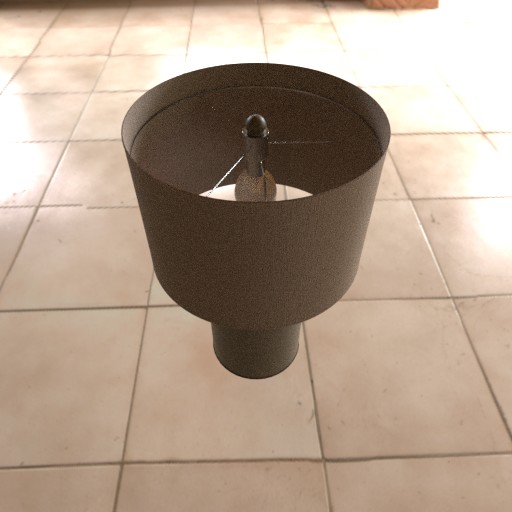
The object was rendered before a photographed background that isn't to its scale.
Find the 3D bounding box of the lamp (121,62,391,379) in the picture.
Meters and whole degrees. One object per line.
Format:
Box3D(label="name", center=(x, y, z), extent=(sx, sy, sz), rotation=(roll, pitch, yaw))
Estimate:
Box3D(label="lamp", center=(0.000, 0.000, 0.707), extent=(0.318, 0.486, 0.318), rotation=(0, 46, 0))
